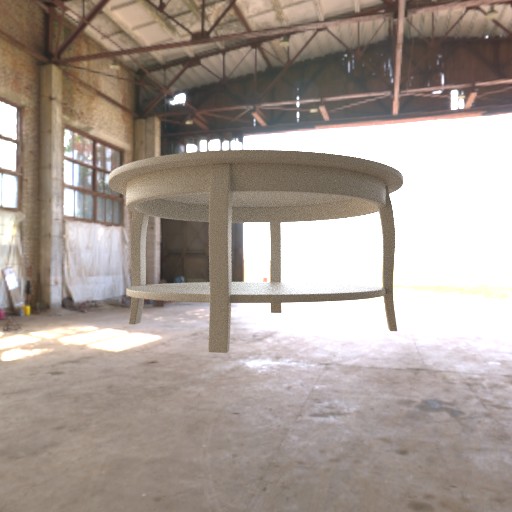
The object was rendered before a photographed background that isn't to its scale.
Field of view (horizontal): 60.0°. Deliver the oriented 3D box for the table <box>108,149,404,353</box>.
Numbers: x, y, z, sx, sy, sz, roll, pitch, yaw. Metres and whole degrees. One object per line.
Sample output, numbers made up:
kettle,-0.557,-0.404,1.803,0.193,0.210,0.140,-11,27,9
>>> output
table,0.000,0.000,1.435,0.910,0.457,0.910,0,-1,0
